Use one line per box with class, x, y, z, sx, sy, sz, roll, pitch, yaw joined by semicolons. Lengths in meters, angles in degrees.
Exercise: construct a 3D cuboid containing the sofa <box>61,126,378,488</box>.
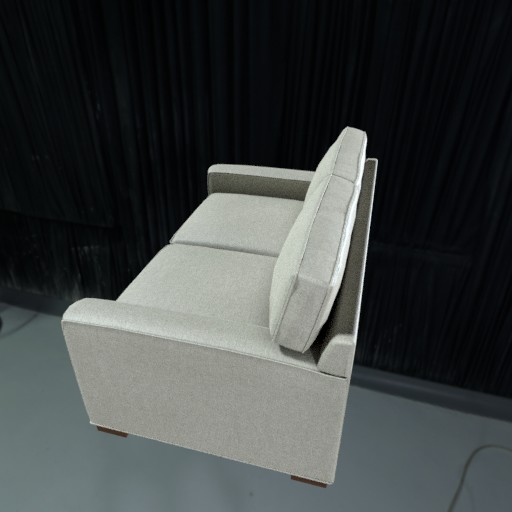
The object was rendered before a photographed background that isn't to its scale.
sofa;0.000;0.000;1.988;0.940;0.853;1.484;8;33;13
